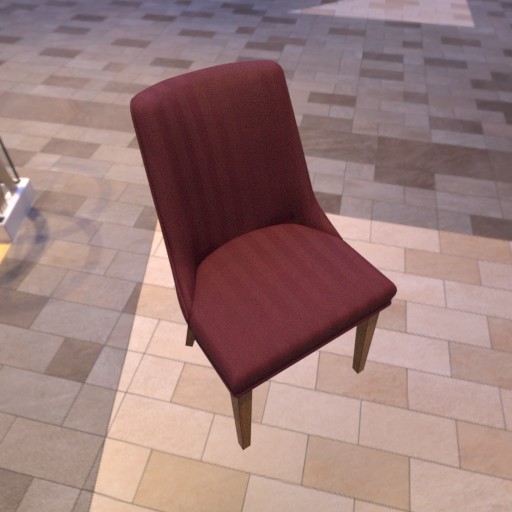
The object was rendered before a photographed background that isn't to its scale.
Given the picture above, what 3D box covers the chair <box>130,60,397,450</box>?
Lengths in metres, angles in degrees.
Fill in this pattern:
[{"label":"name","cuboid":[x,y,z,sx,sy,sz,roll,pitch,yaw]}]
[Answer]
[{"label":"chair","cuboid":[0.000,0.000,1.317,0.548,0.916,0.638,-25,51,-22]}]
